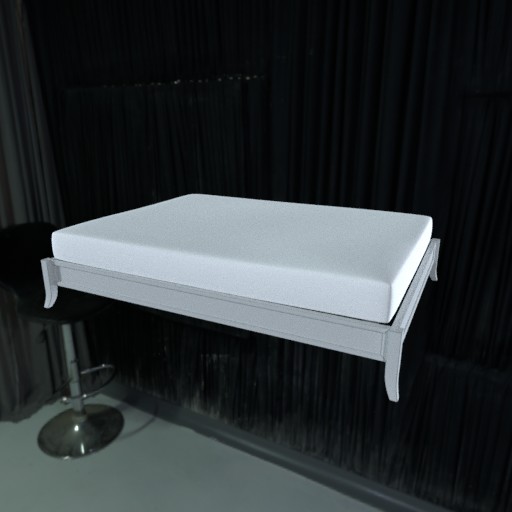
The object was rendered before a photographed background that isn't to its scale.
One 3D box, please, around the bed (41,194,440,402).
[{"bbox_3d":[0.000,0.000,2.878,2.108,0.510,1.604,9,19,25],"label":"bed"}]
